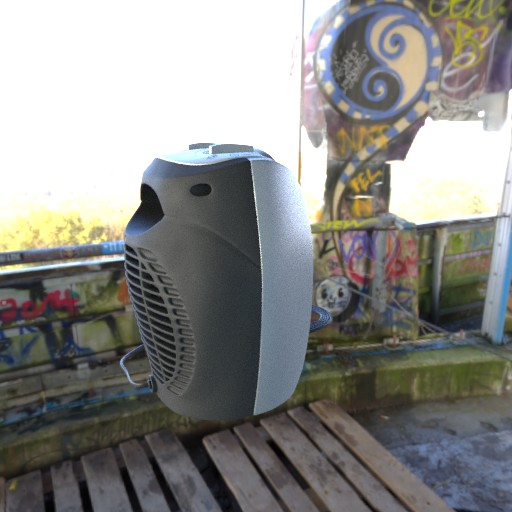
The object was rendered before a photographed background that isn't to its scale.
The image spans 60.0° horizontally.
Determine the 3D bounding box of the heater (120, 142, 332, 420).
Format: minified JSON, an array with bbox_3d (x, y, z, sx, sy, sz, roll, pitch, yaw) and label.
[{"bbox_3d":[0.000,0.000,0.482,0.291,0.240,0.239,-7,17,-25],"label":"heater"}]
